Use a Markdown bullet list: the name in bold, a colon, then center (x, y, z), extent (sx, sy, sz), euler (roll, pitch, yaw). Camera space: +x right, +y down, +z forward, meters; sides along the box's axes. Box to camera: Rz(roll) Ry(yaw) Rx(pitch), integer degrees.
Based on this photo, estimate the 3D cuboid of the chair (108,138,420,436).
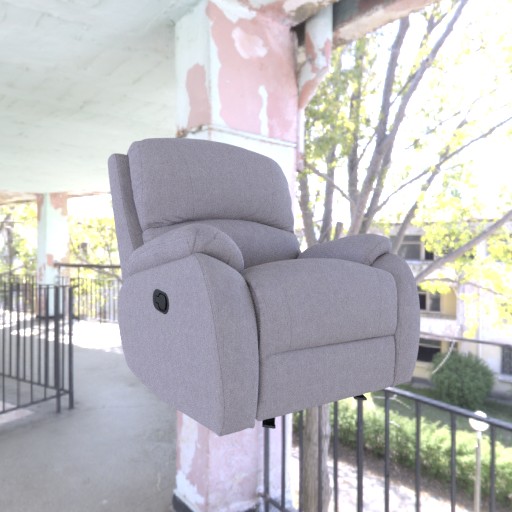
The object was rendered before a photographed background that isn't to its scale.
- **chair**: center (0.000, 0.000, 1.722), extent (0.930, 1.011, 0.899), euler (0, 1, -37)
